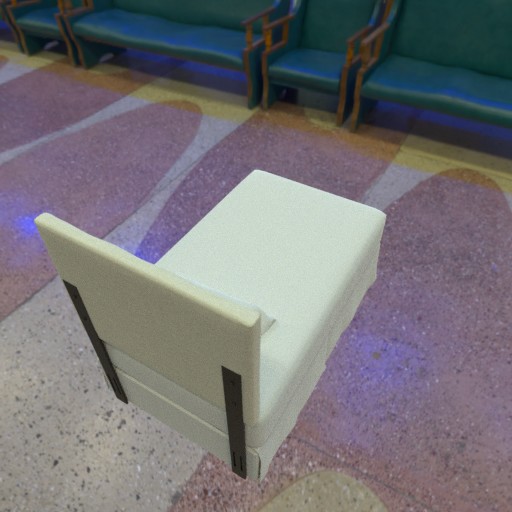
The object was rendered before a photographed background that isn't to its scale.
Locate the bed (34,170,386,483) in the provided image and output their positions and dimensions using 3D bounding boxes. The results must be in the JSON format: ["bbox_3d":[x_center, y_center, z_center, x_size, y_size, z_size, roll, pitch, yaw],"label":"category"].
[{"bbox_3d":[0.000,0.000,2.891,1.261,1.571,1.997,23,49,21],"label":"bed"}]
